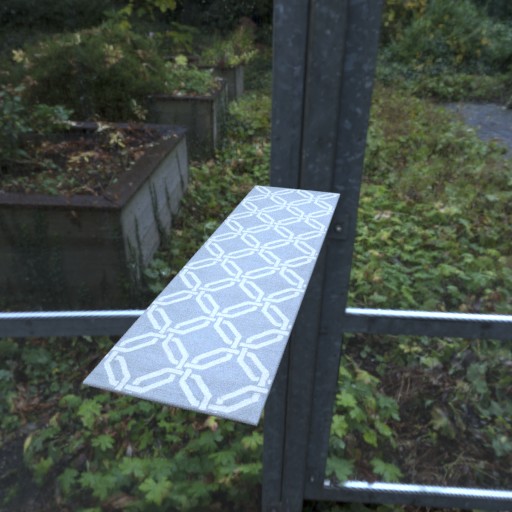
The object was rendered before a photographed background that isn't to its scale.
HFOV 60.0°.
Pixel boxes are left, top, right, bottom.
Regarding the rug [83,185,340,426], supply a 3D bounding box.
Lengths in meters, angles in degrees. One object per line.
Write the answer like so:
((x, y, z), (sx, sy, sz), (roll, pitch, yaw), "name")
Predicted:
((0.000, 0.000, 2.519), (0.678, 0.014, 2.276), (8, 29, 14), "rug")
